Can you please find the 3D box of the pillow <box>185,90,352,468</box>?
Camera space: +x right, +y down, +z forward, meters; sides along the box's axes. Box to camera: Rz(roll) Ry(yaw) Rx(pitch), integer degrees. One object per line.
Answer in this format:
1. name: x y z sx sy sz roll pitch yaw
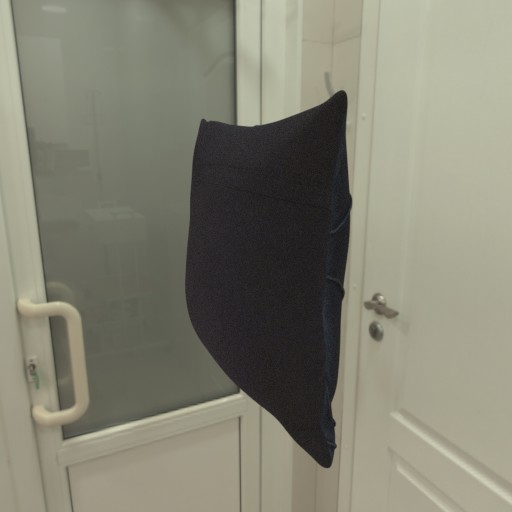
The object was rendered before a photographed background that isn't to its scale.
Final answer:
1. pillow: 0.000 0.000 0.682 0.183 0.440 0.439 -7 16 -26
